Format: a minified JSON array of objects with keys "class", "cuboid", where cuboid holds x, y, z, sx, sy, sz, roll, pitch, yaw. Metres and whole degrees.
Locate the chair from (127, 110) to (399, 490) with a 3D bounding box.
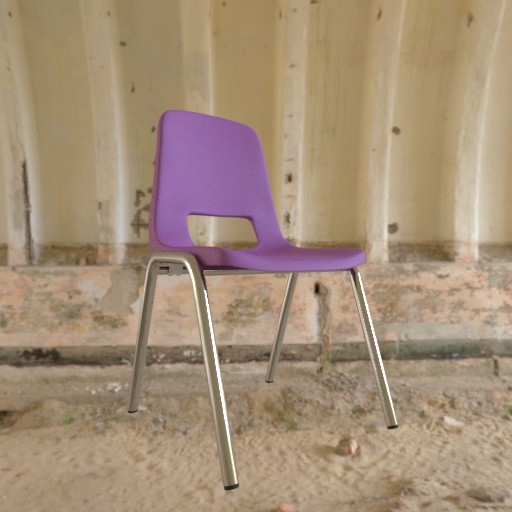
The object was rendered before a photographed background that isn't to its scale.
[{"class":"chair","cuboid":[0.000,0.000,0.665,0.291,0.493,0.301,0,0,-36]}]
